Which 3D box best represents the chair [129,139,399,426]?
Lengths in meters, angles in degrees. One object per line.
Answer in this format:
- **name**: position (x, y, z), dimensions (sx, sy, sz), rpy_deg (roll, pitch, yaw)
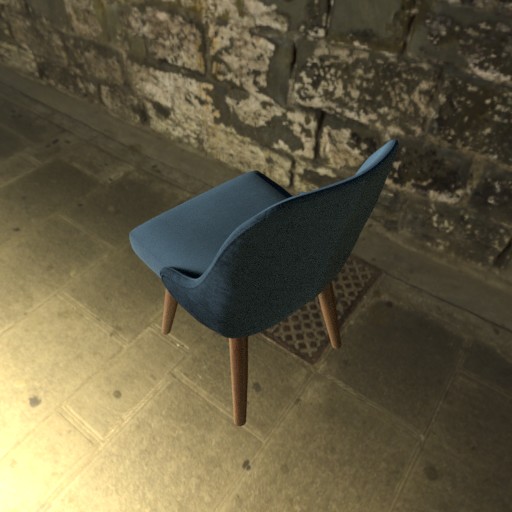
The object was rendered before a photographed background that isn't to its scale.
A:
- **chair**: position (0.000, 0.000, 1.221), dimensions (0.503, 0.882, 0.589), rpy_deg (-31, 54, -26)
